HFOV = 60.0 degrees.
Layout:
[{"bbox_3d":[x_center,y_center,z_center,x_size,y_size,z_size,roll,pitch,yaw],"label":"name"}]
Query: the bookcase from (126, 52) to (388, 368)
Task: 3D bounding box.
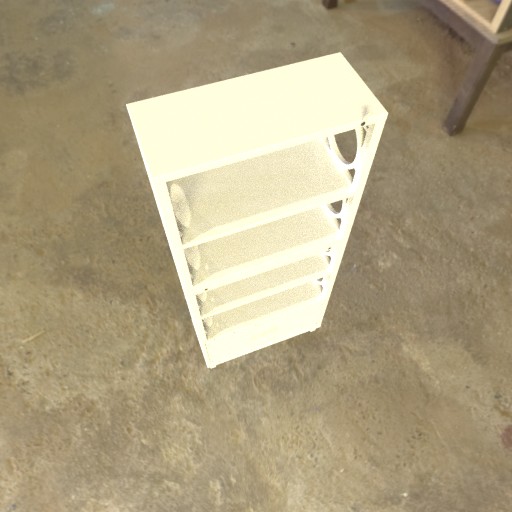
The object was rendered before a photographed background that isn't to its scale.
[{"bbox_3d":[0.000,0.000,2.161,0.761,1.869,0.361,-18,60,-11],"label":"bookcase"}]
